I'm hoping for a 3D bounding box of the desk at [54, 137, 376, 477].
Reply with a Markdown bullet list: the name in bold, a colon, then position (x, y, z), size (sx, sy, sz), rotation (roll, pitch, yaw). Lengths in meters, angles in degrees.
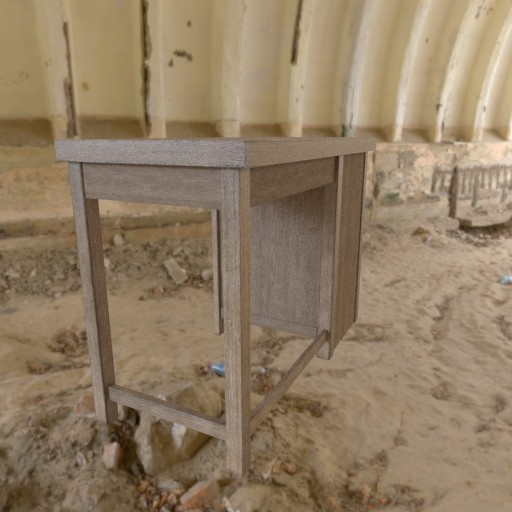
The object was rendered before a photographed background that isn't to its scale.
- **desk**: position (0.000, 0.000, 1.775), size (0.610, 0.912, 1.289), rotation (8, 17, 26)
